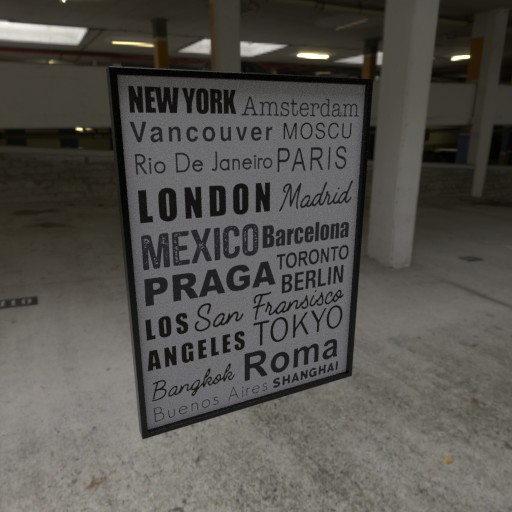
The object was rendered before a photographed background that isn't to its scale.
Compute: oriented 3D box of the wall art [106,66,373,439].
[{"bbox_3d":[0.000,0.000,1.374,0.788,1.046,0.043,-8,19,-25],"label":"wall art"}]
